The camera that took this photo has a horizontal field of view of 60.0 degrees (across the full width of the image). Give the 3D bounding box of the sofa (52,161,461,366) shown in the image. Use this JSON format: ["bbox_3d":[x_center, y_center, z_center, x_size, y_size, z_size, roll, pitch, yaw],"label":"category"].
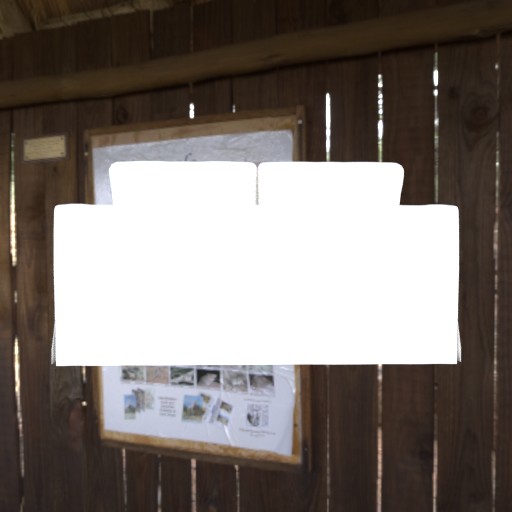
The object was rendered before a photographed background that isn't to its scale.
[{"bbox_3d":[0.000,0.000,2.429,1.813,0.932,1.009,0,1,-1],"label":"sofa"}]
